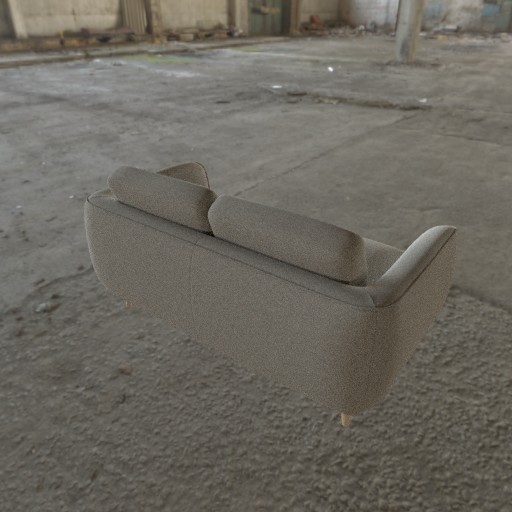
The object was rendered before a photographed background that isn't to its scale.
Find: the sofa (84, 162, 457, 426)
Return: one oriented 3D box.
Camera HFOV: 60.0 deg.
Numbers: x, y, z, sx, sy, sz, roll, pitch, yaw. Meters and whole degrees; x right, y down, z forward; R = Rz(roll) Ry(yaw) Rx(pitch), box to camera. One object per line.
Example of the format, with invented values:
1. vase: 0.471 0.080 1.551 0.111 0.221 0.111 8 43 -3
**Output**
1. sofa: 0.000 0.000 2.213 1.700 0.850 0.920 20 35 32
